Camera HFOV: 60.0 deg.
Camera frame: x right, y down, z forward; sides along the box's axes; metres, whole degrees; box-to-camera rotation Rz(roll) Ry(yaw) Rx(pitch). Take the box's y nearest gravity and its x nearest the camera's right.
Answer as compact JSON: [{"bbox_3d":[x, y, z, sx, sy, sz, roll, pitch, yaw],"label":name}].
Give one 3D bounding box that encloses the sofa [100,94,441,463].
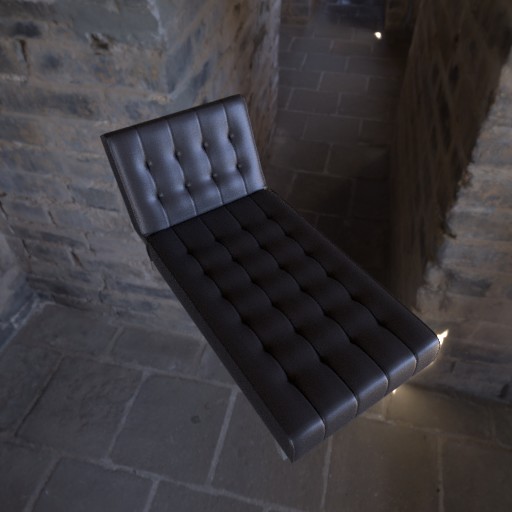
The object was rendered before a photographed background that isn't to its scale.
[{"bbox_3d":[0.000,0.000,2.023,0.760,0.820,1.560,-25,51,-23],"label":"sofa"}]
